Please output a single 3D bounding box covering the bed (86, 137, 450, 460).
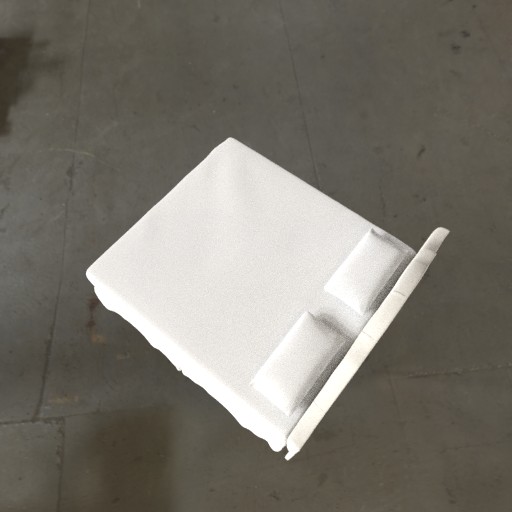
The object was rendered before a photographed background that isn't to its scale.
[{"bbox_3d":[0.000,0.000,3.554,2.214,1.615,2.008,35,68,17],"label":"bed"}]
